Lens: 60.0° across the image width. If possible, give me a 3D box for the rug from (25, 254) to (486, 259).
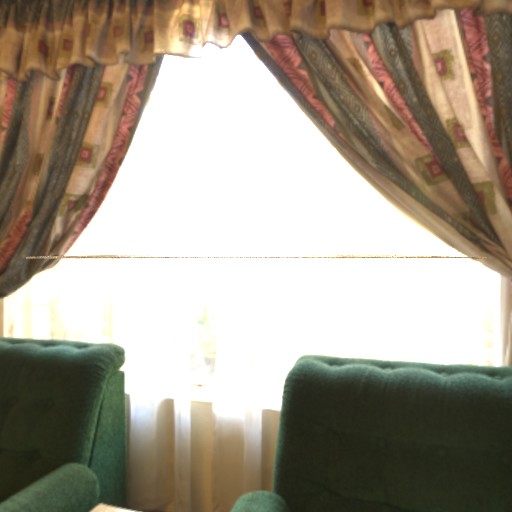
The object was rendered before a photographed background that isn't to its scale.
[{"bbox_3d":[0.000,0.000,2.096,1.652,0.006,1.035,0,1,1],"label":"rug"}]
